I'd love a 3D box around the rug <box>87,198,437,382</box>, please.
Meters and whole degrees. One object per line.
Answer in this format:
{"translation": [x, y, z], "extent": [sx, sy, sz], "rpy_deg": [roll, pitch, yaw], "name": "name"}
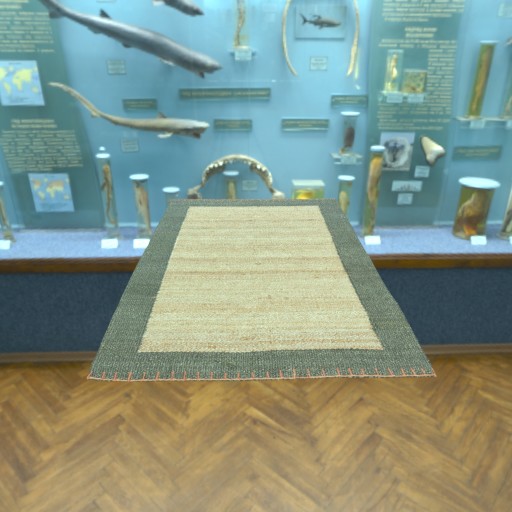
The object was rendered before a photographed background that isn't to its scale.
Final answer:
{"translation": [0.000, 0.000, 2.951], "extent": [1.521, 0.006, 2.435], "rpy_deg": [0, 25, -1], "name": "rug"}
